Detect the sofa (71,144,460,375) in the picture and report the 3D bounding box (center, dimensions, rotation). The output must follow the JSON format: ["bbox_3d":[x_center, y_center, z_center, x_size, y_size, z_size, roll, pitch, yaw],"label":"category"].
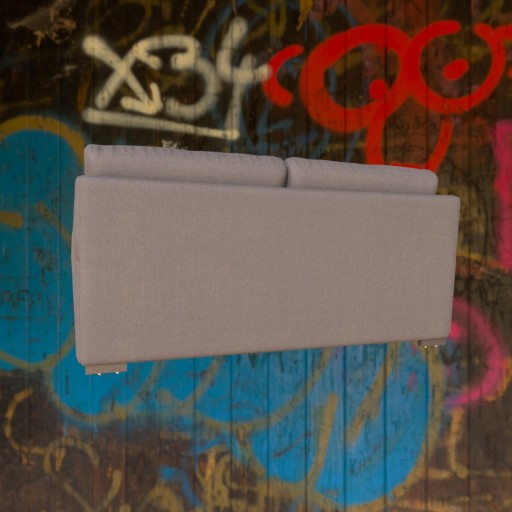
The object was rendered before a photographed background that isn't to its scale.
[{"bbox_3d":[0.000,0.000,2.468,1.880,0.940,1.143,0,0,-19],"label":"sofa"}]
